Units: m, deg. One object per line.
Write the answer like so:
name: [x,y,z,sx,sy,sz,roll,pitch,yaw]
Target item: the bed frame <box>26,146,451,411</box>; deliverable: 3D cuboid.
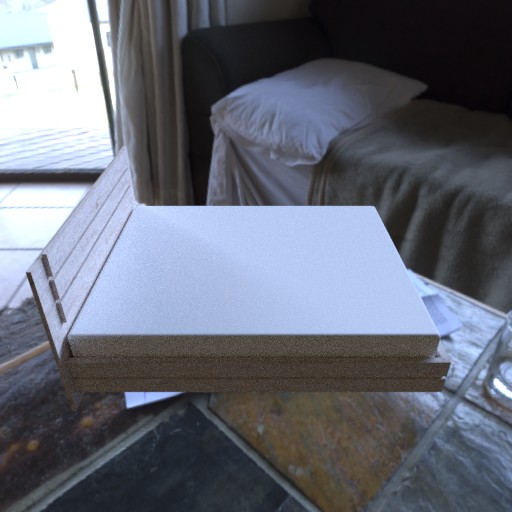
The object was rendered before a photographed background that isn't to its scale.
bed frame: [0.000,0.000,2.989,2.080,0.970,1.750,0,32,0]
